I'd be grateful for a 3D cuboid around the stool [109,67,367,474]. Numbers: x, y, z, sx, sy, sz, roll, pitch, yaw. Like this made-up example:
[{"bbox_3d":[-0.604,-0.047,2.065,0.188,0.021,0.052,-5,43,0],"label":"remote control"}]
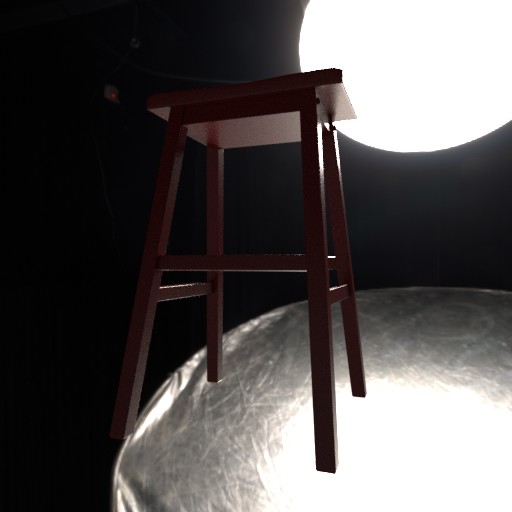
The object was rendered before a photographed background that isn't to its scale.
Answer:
[{"bbox_3d":[0.000,0.000,1.044,0.457,0.737,0.476,0,-1,20],"label":"stool"}]
